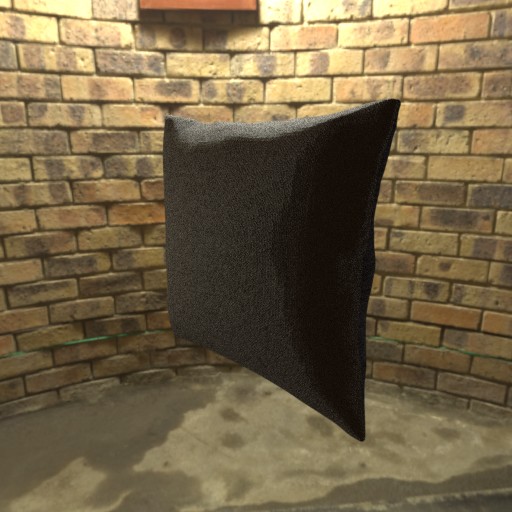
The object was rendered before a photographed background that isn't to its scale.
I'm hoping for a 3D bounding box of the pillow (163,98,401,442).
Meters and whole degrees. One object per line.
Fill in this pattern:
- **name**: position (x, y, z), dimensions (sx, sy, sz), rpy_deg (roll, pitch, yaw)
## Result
- **pillow**: position (0.000, 0.000, 0.693), dimensions (0.204, 0.439, 0.452), rpy_deg (-14, 20, -43)
